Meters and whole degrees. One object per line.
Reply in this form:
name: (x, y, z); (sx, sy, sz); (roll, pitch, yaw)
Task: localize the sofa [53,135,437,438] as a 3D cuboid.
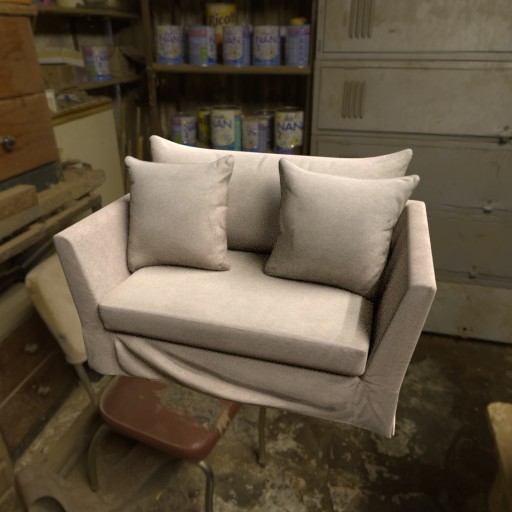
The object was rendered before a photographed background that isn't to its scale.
sofa: (0.000, 0.000, 2.261); (1.608, 1.040, 1.035); (7, 27, 15)
